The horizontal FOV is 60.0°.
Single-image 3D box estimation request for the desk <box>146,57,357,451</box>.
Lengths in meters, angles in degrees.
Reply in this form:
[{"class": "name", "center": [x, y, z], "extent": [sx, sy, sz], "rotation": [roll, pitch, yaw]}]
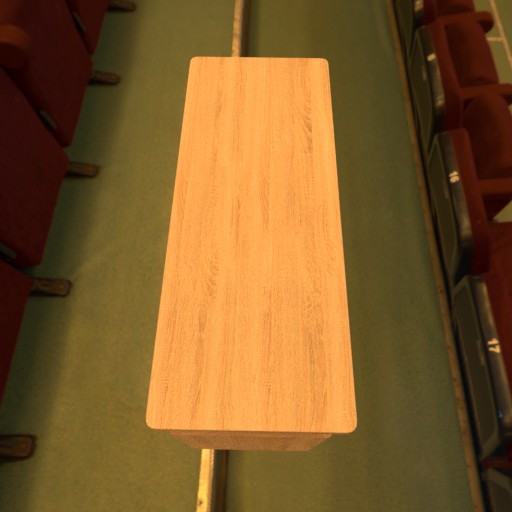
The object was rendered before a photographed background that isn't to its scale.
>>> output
[{"class": "desk", "center": [0.000, 0.000, 1.795], "extent": [0.550, 0.760, 1.400], "rotation": [1, 63, 0]}]
